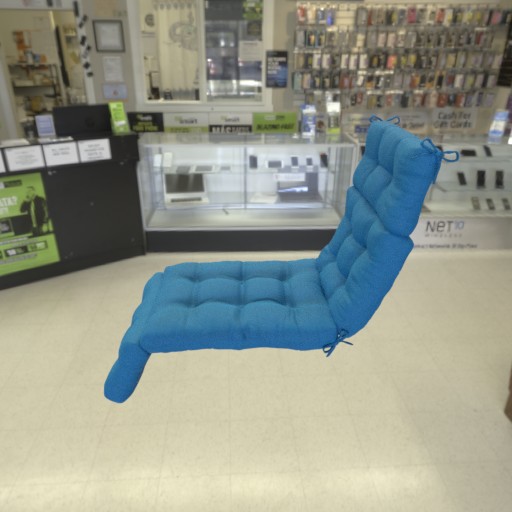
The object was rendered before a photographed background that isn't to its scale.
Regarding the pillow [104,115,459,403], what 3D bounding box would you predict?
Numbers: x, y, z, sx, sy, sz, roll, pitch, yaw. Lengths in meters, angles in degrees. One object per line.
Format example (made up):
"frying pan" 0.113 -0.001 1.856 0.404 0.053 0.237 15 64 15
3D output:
"pillow" 0.000 0.000 1.493 1.016 0.863 0.526 0 26 -1
